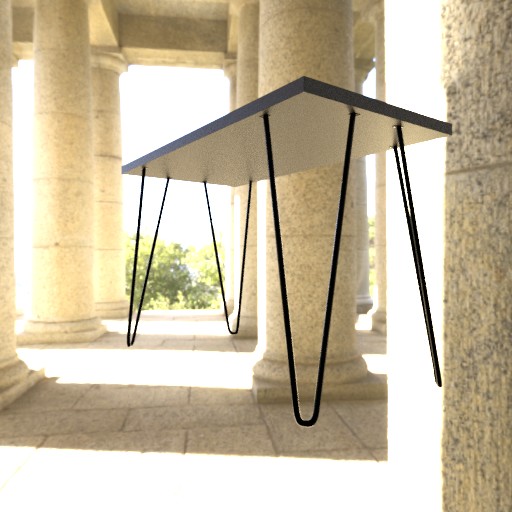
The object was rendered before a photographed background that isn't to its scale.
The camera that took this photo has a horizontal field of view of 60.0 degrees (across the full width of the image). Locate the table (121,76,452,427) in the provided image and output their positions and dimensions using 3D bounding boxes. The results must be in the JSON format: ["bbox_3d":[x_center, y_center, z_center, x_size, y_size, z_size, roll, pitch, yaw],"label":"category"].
[{"bbox_3d":[0.000,0.000,1.365,0.499,0.660,0.991,0,0,-36],"label":"table"}]
